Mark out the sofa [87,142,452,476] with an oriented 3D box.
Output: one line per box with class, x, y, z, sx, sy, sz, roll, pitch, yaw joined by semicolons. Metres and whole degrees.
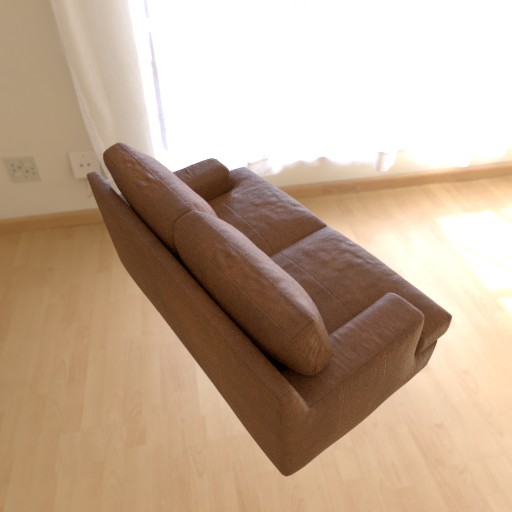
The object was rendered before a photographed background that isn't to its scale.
sofa;0.000;0.000;2.465;1.144;0.966;1.880;-26;48;-26
